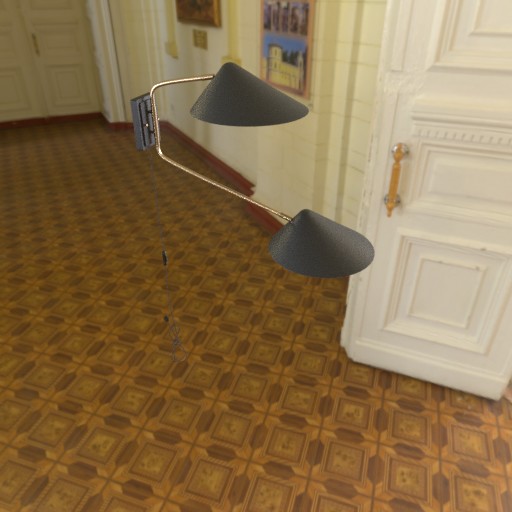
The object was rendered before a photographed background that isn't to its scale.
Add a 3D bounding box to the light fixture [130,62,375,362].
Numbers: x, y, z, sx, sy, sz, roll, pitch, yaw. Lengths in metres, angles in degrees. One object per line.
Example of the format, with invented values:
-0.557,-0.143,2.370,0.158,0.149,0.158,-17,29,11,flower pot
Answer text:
0.000,0.000,0.827,0.422,0.665,0.189,9,33,15,light fixture
